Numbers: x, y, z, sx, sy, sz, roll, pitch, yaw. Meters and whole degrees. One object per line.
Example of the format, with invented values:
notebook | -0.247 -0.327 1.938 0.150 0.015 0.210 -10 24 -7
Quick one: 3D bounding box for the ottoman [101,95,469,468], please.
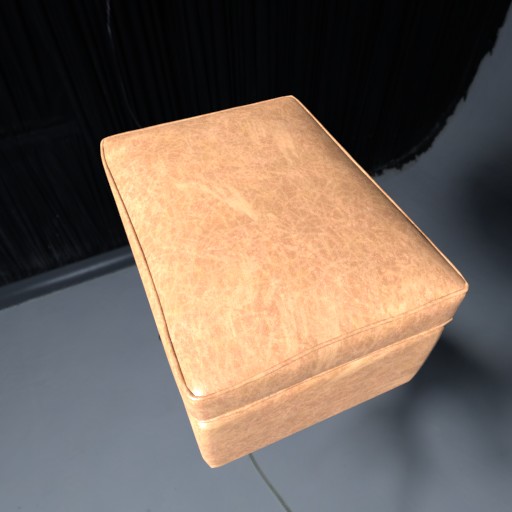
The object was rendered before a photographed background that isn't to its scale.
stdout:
ottoman | 0.000 0.000 1.087 0.554 0.468 0.756 -18 52 -15
